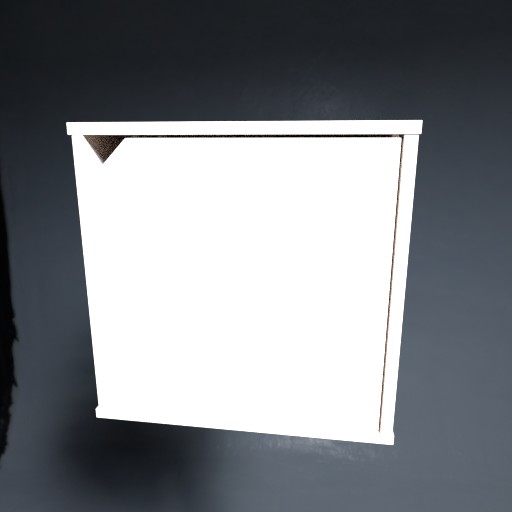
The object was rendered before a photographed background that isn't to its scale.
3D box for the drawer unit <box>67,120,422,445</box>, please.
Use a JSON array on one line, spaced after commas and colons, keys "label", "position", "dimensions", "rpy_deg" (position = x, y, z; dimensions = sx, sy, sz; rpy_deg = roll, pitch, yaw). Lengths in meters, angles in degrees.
[{"label": "drawer unit", "position": [0.000, 0.000, 0.610], "dimensions": [0.349, 0.344, 0.290], "rpy_deg": [2, 15, 8]}]
